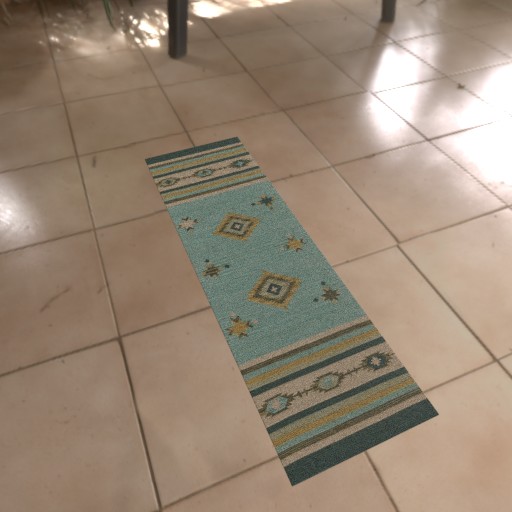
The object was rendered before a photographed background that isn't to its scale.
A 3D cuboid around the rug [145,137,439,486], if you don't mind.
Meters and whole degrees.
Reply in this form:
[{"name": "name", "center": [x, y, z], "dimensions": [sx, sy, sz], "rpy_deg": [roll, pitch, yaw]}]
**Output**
[{"name": "rug", "center": [0.000, 0.000, 2.659], "dimensions": [0.744, 0.010, 2.441], "rpy_deg": [-18, 50, -16]}]
